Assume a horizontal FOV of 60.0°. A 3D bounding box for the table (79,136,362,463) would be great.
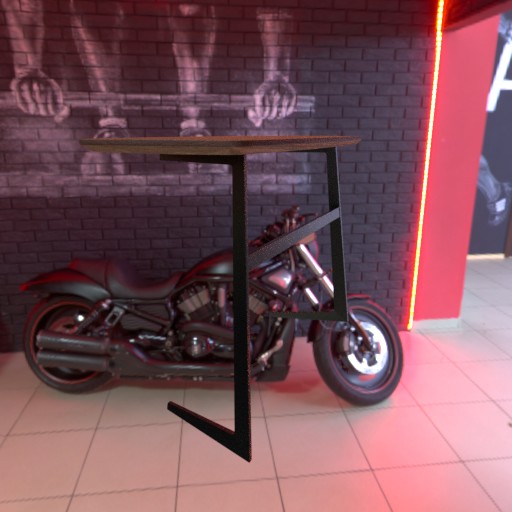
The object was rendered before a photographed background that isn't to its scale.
[{"bbox_3d":[0.000,0.000,1.111,0.361,0.576,0.804,7,17,25],"label":"table"}]
